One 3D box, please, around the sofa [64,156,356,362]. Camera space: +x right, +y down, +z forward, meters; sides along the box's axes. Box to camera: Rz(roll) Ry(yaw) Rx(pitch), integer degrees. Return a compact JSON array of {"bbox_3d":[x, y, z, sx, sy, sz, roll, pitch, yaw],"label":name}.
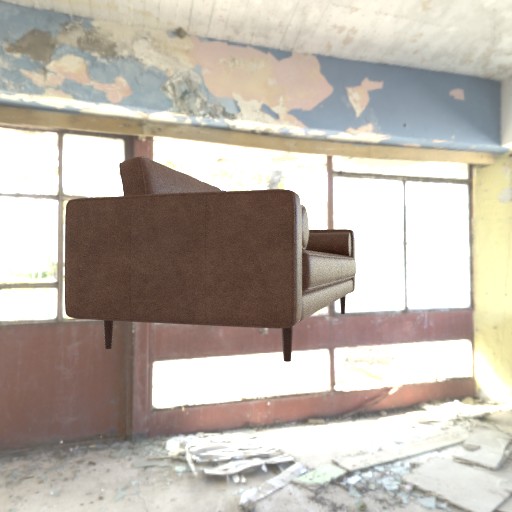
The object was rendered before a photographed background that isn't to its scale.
[{"bbox_3d":[0.000,0.000,2.384,0.910,0.760,1.870,0,-1,18],"label":"sofa"}]
